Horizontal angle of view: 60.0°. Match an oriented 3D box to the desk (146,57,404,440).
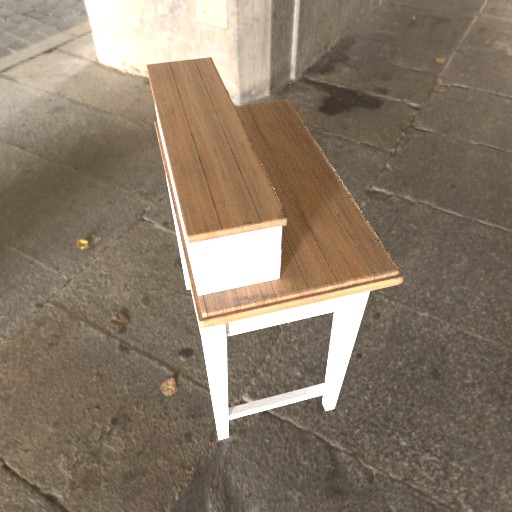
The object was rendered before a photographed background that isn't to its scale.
[{"bbox_3d":[0.000,0.000,1.424,0.462,0.981,0.814,-11,48,-10],"label":"desk"}]
